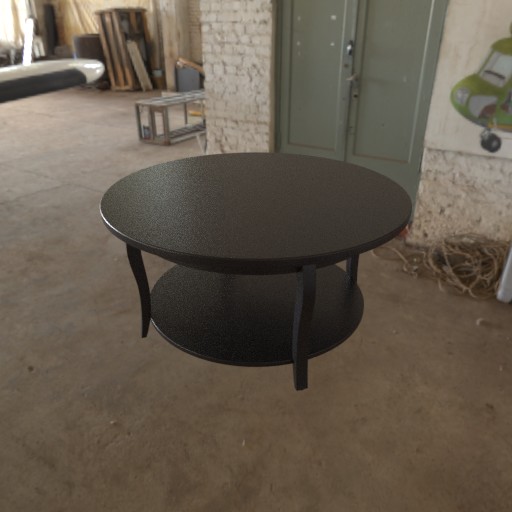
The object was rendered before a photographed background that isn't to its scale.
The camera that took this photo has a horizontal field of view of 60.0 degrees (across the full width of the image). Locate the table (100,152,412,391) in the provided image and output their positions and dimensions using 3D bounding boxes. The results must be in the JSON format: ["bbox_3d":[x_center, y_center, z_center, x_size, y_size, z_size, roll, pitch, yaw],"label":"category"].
[{"bbox_3d":[0.000,0.000,1.462,0.914,0.457,0.914,0,27,0],"label":"table"}]
